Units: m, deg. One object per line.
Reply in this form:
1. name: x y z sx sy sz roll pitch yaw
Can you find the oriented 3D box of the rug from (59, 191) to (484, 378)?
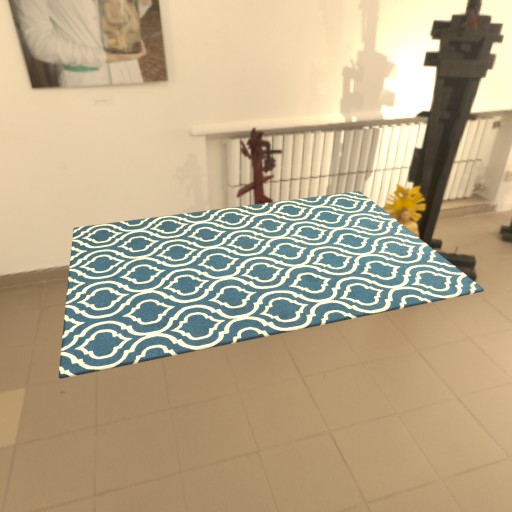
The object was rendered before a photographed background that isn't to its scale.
1. rug: 0.000 0.000 2.192 1.753 0.010 1.143 -9 33 -14
